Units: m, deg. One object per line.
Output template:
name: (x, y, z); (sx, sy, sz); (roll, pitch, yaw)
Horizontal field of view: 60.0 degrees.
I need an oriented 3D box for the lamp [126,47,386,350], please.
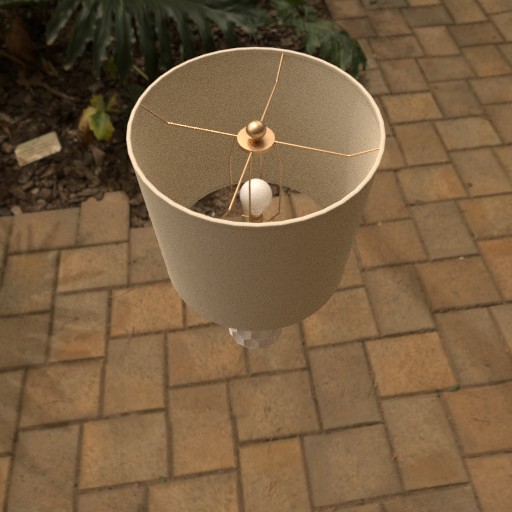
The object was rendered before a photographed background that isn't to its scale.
lamp: (0.000, 0.000, 0.704); (0.277, 0.537, 0.277); (-32, 63, -19)
